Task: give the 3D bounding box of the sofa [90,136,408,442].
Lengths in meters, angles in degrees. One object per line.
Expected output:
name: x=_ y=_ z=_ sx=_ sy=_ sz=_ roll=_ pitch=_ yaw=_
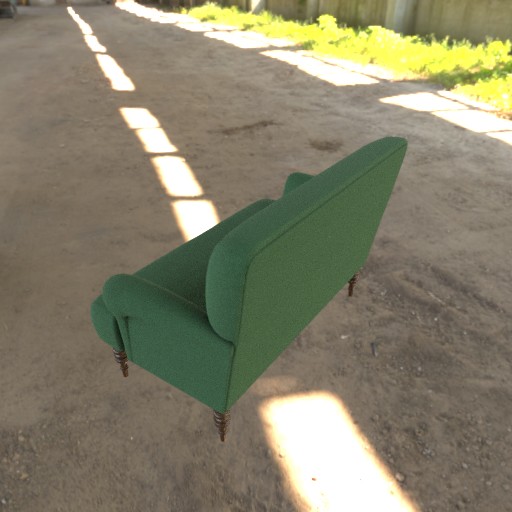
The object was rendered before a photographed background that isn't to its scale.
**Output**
sofa: x=0.000 y=0.000 z=1.897 sx=0.779 sy=0.889 sz=1.297 roll=21 pitch=37 yaw=30
